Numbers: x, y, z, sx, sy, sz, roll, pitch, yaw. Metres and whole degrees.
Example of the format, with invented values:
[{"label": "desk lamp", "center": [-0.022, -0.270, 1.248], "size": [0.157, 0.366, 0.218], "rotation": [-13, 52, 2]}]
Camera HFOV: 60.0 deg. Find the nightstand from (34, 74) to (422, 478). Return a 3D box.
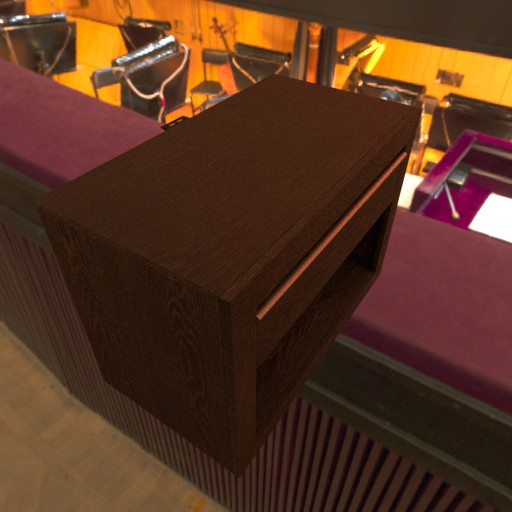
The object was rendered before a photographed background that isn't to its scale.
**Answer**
[{"label": "nightstand", "center": [0.000, 0.000, 1.126], "size": [0.457, 0.612, 0.775], "rotation": [24, 47, 25]}]
